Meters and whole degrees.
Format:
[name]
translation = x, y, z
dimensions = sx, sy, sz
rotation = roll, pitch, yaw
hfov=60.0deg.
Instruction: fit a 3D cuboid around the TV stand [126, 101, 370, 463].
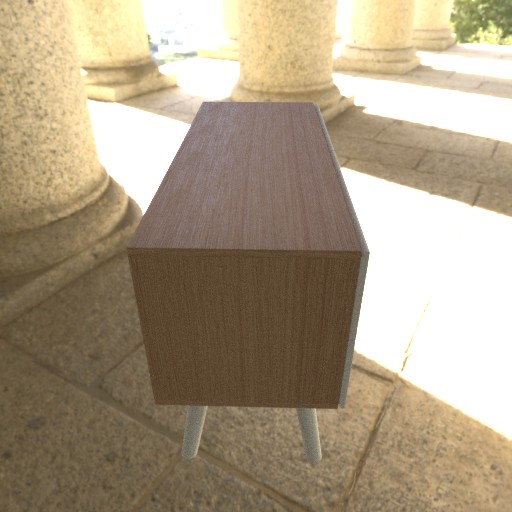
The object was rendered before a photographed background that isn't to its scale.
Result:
[TV stand]
translation = 0.000, 0.000, 1.330
dimensions = 0.407, 0.660, 0.991
rotation = 1, 33, 1
